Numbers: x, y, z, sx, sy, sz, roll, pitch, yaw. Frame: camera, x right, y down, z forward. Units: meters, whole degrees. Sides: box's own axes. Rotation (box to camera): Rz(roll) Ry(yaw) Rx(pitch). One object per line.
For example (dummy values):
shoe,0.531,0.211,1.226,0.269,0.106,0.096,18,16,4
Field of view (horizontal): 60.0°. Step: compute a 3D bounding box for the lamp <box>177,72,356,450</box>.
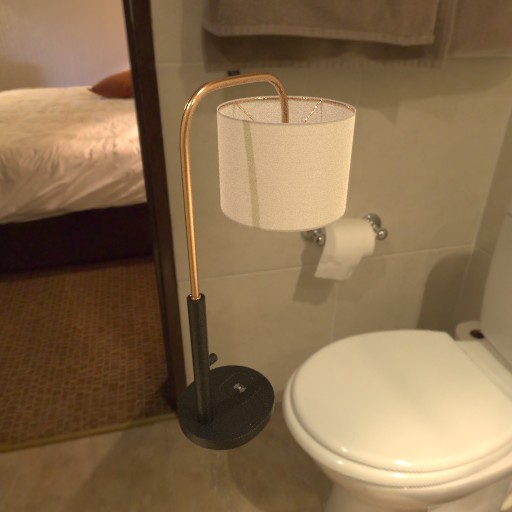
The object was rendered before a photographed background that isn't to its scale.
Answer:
lamp,0.000,0.000,0.700,0.199,0.540,0.337,21,36,33
